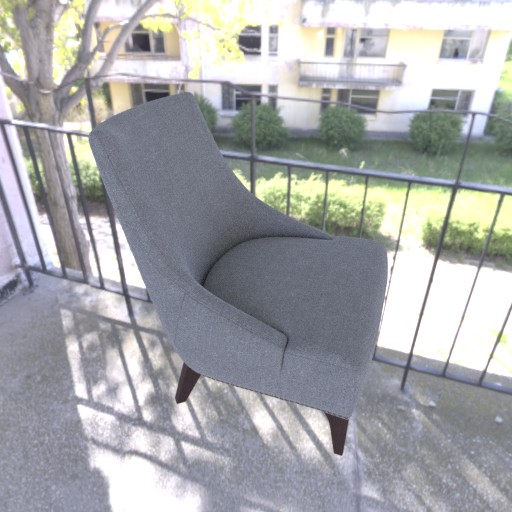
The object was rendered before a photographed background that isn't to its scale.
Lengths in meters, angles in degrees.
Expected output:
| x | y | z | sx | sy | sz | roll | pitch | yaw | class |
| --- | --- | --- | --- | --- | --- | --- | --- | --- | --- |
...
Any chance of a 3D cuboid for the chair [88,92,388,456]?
| x | y | z | sx | sy | sz | roll | pitch | yaw | class |
| --- | --- | --- | --- | --- | --- | --- | --- | --- | --- |
| 0.000 | 0.000 | 1.483 | 0.861 | 0.909 | 0.701 | 11 | 33 | 17 | chair |
